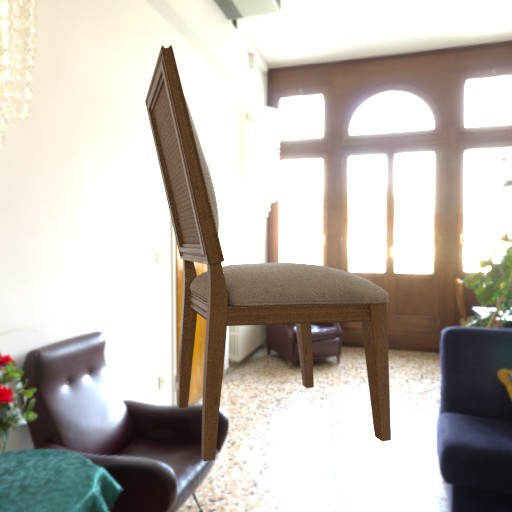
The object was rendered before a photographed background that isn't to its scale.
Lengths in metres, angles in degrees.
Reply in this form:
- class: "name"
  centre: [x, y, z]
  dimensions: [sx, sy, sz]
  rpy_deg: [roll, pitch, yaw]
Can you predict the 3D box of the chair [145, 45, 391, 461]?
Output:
- class: "chair"
  centre: [0.000, 0.000, 1.320]
  dimensions: [0.601, 0.988, 0.536]
  rpy_deg: [-1, 2, -19]
